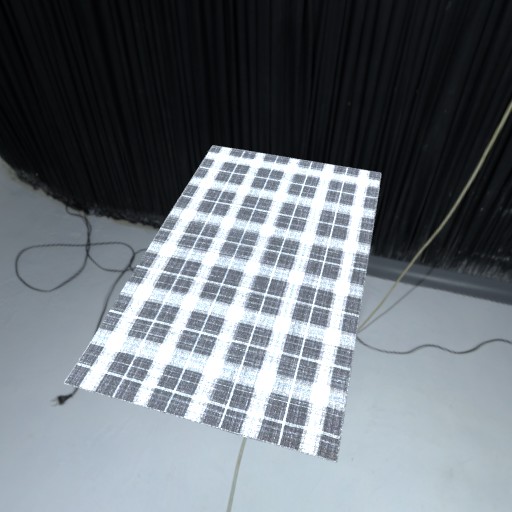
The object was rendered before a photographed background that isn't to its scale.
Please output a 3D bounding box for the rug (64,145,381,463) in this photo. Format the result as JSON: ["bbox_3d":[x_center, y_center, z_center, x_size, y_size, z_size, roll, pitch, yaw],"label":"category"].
[{"bbox_3d":[0.000,0.000,3.095,1.520,0.015,2.434,12,48,11],"label":"rug"}]
